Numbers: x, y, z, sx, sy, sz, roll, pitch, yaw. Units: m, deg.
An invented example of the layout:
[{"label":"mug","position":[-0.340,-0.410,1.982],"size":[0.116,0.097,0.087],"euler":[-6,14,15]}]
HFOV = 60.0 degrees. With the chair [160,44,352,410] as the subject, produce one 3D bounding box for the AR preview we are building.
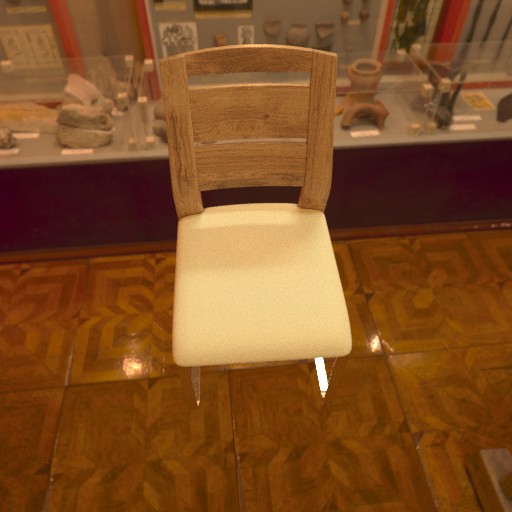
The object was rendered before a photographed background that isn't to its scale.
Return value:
[{"label":"chair","position":[0.000,0.000,1.239],"size":[0.457,0.955,0.561],"euler":[-3,48,-3]}]
